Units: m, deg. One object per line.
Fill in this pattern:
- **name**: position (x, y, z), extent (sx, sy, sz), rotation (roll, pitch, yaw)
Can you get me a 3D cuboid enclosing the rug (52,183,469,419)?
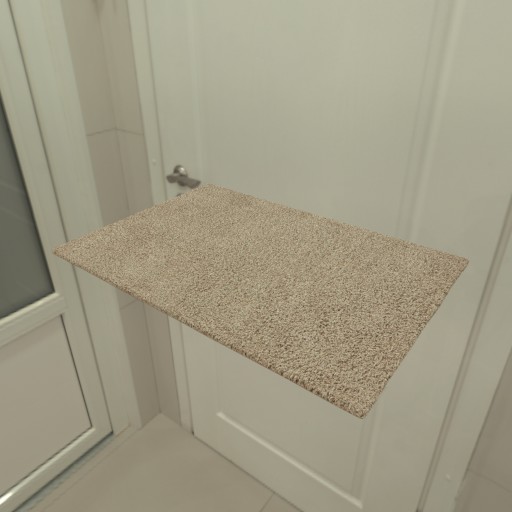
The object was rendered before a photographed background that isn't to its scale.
- **rug**: position (0.000, 0.000, 2.276), extent (1.778, 0.030, 1.219), rotation (21, 36, 32)
